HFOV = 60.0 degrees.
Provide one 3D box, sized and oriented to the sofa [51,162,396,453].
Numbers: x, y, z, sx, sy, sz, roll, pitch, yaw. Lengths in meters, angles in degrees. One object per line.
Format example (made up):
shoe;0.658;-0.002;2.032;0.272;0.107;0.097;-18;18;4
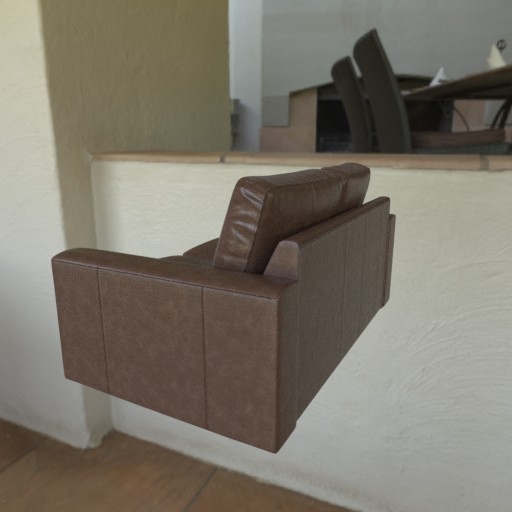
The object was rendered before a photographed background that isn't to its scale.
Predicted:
sofa;0.000;0.000;2.196;1.016;0.873;1.616;8;16;27
